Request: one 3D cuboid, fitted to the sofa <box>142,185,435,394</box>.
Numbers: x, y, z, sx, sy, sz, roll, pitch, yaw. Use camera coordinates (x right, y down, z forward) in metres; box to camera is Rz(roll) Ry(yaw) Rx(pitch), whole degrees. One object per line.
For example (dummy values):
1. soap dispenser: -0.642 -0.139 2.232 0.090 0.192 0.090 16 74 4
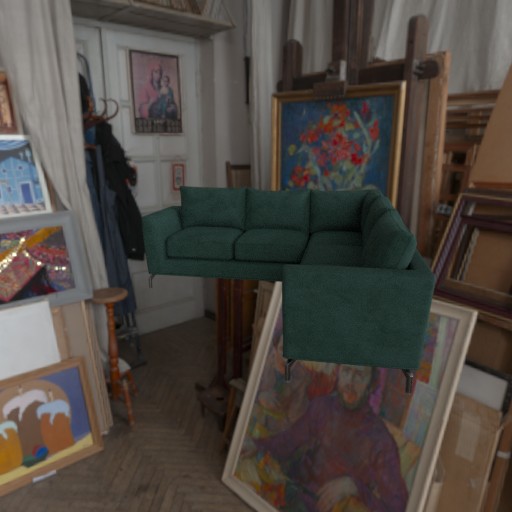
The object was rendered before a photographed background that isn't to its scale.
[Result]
1. sofa: 0.000 0.000 3.848 2.468 1.004 2.452 3 14 11
